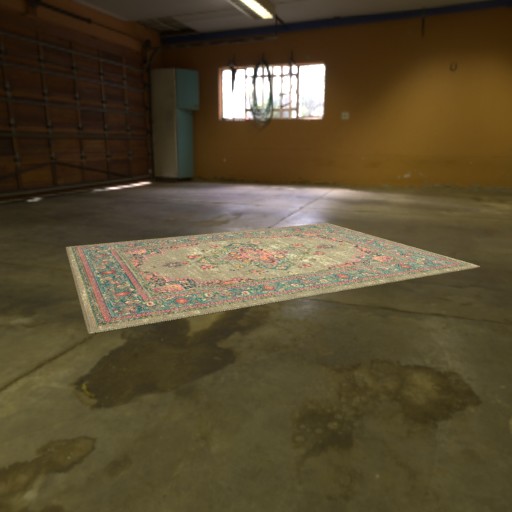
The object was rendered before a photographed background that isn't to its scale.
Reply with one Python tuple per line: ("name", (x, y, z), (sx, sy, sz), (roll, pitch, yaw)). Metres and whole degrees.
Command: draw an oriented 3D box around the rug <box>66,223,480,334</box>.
("rug", (0.000, 0.000, 2.888), (2.214, 0.013, 1.609), (-7, 16, -25))
